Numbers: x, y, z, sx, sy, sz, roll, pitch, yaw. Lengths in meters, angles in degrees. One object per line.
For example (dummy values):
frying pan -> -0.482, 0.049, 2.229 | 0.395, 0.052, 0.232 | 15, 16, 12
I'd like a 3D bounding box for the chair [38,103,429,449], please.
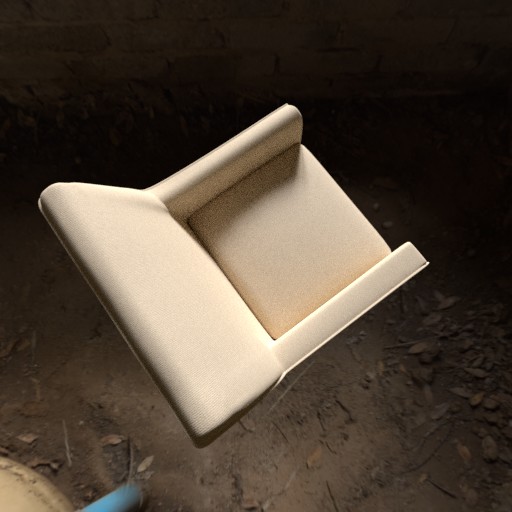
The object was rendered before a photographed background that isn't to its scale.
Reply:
chair -> 0.000, 0.000, 1.577 | 0.899, 0.919, 0.780 | -35, 78, -8
